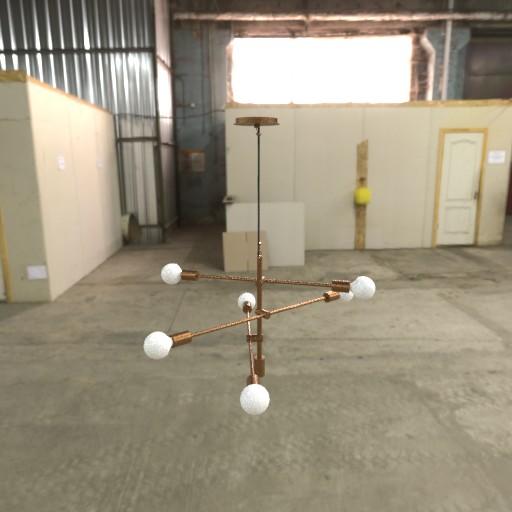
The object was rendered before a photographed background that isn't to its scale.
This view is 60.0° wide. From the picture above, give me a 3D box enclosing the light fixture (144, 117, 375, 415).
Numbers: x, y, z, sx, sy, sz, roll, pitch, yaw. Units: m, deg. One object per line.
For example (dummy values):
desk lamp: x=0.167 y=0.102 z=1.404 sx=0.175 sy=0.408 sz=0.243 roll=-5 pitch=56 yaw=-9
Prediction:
light fixture: x=0.000 y=0.000 z=1.255 sx=0.637 sy=0.744 sz=0.682 roll=6 pitch=14 yaw=25
